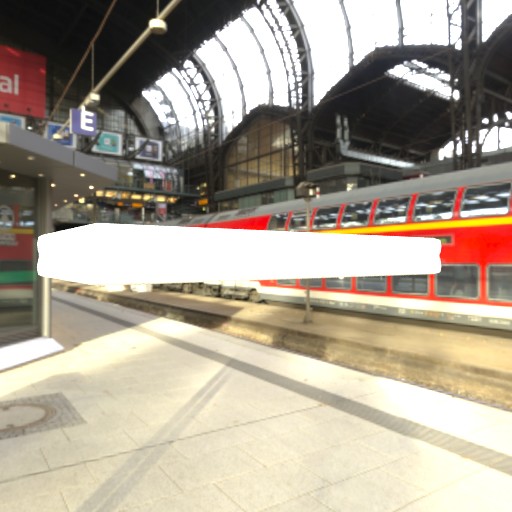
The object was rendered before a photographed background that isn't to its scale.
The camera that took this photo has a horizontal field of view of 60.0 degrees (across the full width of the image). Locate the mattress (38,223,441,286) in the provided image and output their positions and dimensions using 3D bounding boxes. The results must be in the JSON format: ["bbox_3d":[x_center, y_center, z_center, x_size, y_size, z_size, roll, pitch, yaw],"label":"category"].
[{"bbox_3d":[0.000,0.000,2.281,1.900,0.200,0.900,0,0,-36],"label":"mattress"}]
